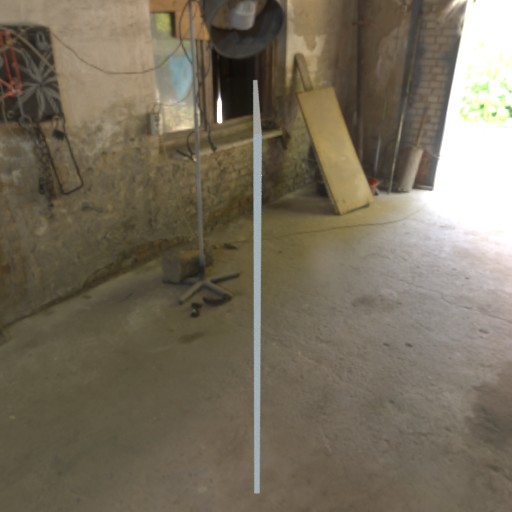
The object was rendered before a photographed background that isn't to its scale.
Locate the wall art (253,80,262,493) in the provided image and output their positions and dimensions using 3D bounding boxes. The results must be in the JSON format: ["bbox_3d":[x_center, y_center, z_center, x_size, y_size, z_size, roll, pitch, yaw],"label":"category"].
[{"bbox_3d":[0.000,0.000,1.193,0.012,0.809,0.809,0,27,0],"label":"wall art"}]
